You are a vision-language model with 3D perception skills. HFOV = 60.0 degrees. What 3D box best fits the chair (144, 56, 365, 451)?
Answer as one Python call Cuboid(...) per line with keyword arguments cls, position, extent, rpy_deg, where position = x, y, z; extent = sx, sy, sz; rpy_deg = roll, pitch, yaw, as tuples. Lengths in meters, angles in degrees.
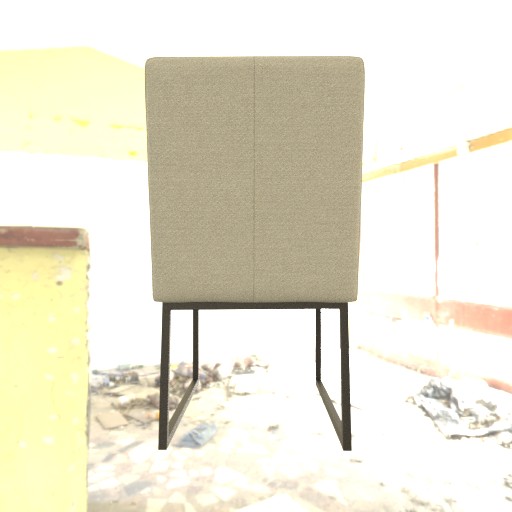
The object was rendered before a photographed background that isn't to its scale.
Cuboid(cls="chair", position=(0.000, 0.000, 1.314), extent=(0.520, 0.930, 0.634), rpy_deg=(0, 0, 1))
